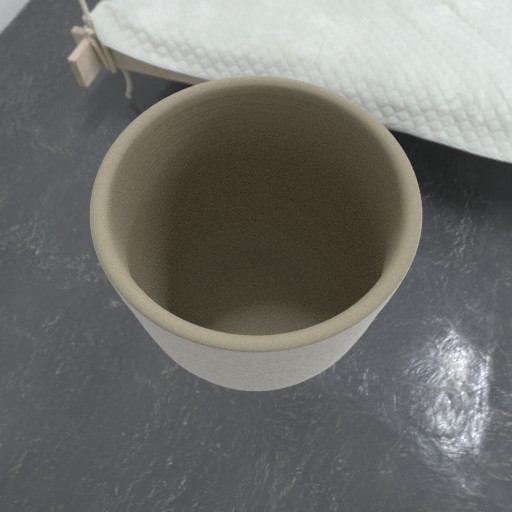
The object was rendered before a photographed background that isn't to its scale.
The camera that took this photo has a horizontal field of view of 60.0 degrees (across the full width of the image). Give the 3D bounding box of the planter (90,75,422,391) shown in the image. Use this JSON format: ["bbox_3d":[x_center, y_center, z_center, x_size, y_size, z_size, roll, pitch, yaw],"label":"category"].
[{"bbox_3d":[0.000,0.000,0.216,0.124,0.109,0.124,0,63,0],"label":"planter"}]
